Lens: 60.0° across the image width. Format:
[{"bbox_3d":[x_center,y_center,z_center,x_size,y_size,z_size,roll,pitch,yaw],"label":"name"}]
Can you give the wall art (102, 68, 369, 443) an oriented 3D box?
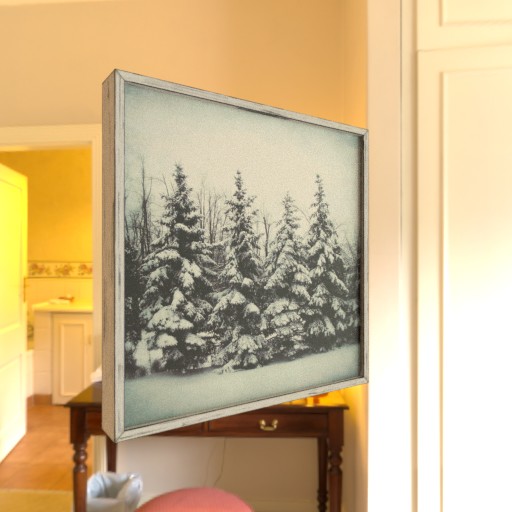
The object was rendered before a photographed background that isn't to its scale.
[{"bbox_3d":[0.000,0.000,0.460,0.303,0.303,0.036,0,0,-35],"label":"wall art"}]
